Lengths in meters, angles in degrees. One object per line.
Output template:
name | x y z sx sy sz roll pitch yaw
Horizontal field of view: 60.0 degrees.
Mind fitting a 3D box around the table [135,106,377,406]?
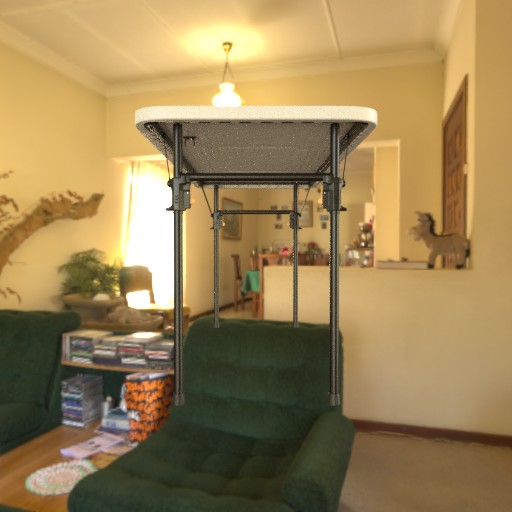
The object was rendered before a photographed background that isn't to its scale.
table | 0.000 0.000 1.653 0.610 0.729 1.219 0 1 0
